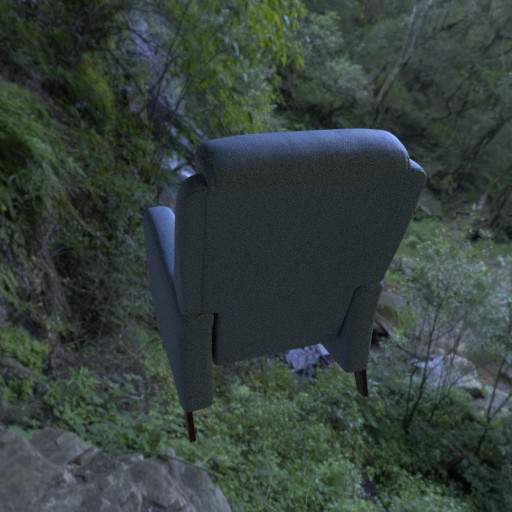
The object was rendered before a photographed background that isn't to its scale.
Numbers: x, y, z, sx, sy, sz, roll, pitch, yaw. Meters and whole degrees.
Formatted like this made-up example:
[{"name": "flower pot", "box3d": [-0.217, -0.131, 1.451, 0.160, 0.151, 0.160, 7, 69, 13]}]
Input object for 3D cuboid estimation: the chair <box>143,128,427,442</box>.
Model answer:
[{"name": "chair", "box3d": [0.000, 0.000, 1.750, 0.785, 1.067, 0.988, -8, 26, -17]}]
